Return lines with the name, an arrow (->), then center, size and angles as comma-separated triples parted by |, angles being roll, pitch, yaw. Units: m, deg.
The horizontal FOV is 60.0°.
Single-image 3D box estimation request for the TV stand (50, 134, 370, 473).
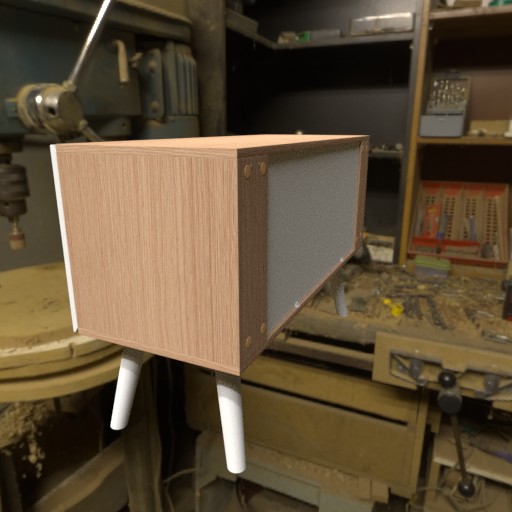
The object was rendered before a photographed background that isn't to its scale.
TV stand -> 0.000, 0.000, 1.288 | 0.407, 0.660, 0.991 | 8, 18, 24
